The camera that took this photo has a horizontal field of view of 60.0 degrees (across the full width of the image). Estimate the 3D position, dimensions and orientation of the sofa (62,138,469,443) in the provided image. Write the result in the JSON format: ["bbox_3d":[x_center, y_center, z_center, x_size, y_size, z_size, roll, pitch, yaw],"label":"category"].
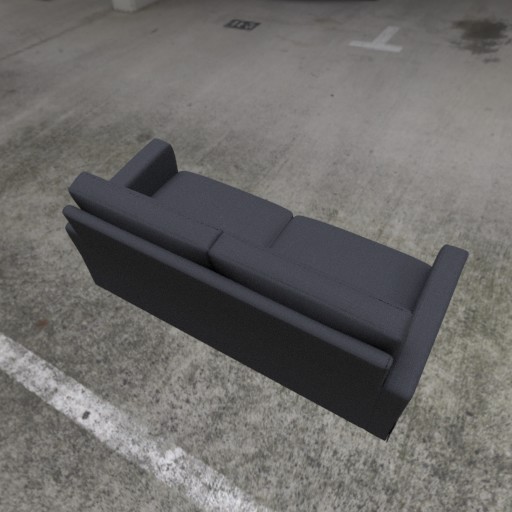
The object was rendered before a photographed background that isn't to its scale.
[{"bbox_3d":[0.000,0.000,2.276,1.852,0.839,0.898,24,52,20],"label":"sofa"}]
